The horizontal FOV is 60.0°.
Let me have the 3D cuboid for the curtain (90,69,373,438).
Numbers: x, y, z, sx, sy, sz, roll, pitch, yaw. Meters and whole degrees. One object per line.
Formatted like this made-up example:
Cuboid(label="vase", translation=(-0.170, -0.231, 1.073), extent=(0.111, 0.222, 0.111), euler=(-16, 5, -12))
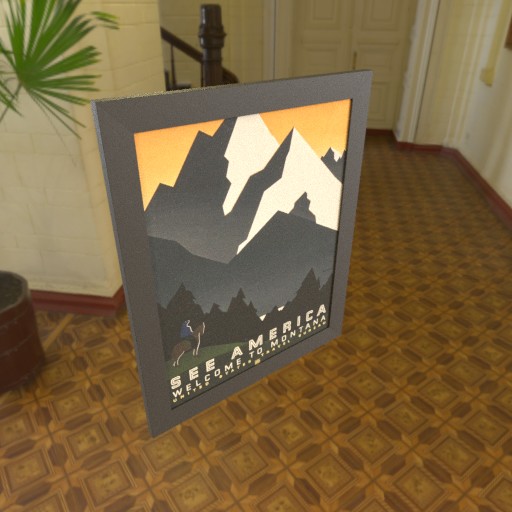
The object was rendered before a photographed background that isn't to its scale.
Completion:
Cuboid(label="curtain", translation=(0.000, 0.000, 0.792), extent=(0.483, 0.585, 0.027), euler=(-20, 35, -31))
